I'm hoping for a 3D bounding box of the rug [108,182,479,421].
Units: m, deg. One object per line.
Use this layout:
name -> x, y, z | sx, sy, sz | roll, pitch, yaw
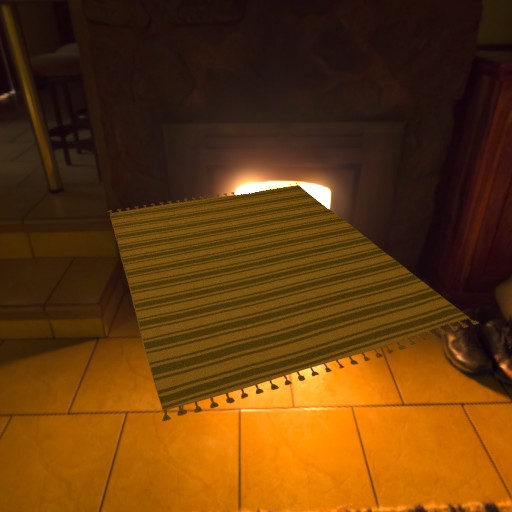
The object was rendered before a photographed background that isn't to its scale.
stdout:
rug -> 0.000, 0.000, 4.260 | 2.439, 0.005, 3.201 | -11, 33, -18
